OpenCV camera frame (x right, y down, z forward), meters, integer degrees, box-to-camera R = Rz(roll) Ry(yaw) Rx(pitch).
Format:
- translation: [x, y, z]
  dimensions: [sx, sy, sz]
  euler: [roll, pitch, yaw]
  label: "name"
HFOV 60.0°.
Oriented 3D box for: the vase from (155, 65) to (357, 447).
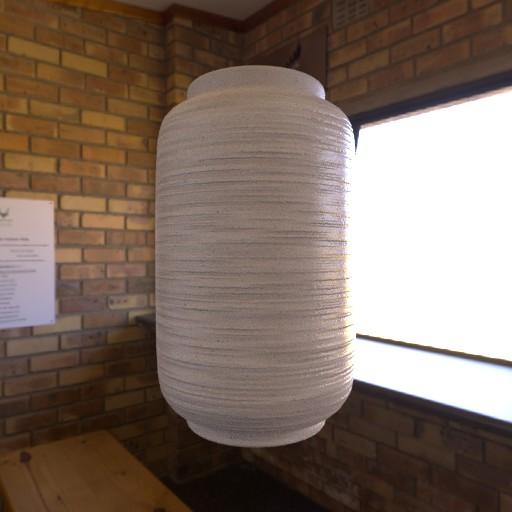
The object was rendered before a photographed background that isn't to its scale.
- translation: [0.000, 0.000, 0.456]
  dimensions: [0.202, 0.335, 0.202]
  euler: [0, 1, 0]
  label: "vase"
